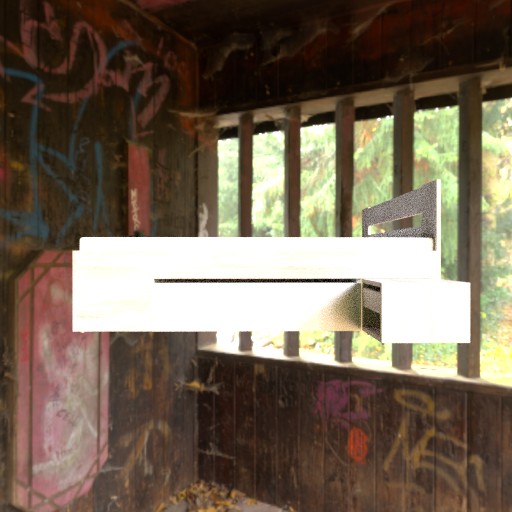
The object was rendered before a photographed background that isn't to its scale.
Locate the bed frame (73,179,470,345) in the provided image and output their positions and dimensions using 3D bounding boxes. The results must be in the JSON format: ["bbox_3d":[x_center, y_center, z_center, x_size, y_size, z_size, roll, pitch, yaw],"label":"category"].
[{"bbox_3d":[0.000,0.000,3.109,2.050,0.860,2.040,0,0,-1],"label":"bed frame"}]
